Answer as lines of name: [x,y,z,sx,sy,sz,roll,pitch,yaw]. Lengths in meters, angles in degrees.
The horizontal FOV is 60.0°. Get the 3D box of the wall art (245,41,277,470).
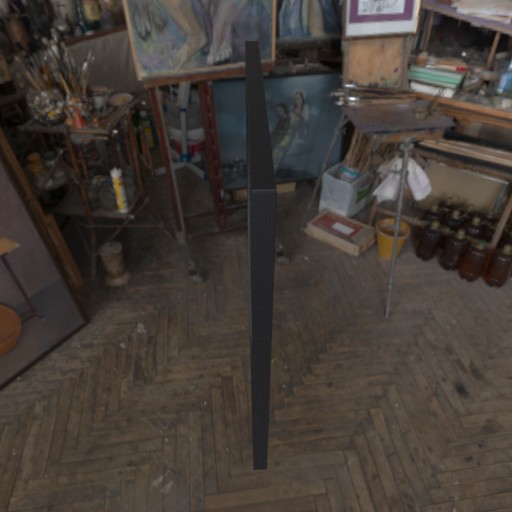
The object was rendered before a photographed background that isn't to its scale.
wall art: [0.000,0.000,0.688,0.021,0.509,0.430,-1,40,-1]
